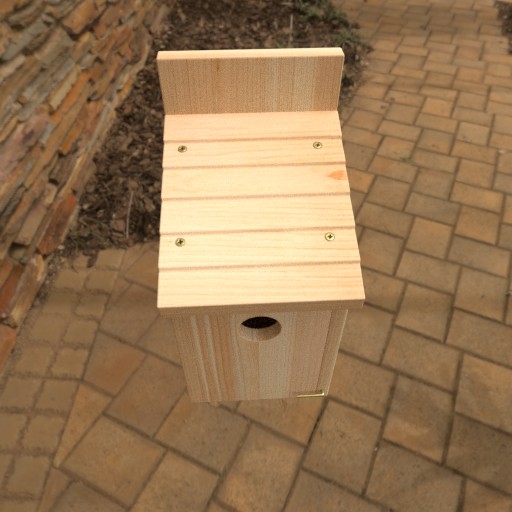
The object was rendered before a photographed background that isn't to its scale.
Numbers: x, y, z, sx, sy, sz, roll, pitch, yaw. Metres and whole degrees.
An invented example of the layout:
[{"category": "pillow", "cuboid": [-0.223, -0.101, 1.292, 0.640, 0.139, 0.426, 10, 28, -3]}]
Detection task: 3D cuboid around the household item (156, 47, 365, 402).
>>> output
[{"category": "household item", "cuboid": [0.000, 0.000, 0.402, 0.149, 0.300, 0.171, -2, 46, -2]}]
